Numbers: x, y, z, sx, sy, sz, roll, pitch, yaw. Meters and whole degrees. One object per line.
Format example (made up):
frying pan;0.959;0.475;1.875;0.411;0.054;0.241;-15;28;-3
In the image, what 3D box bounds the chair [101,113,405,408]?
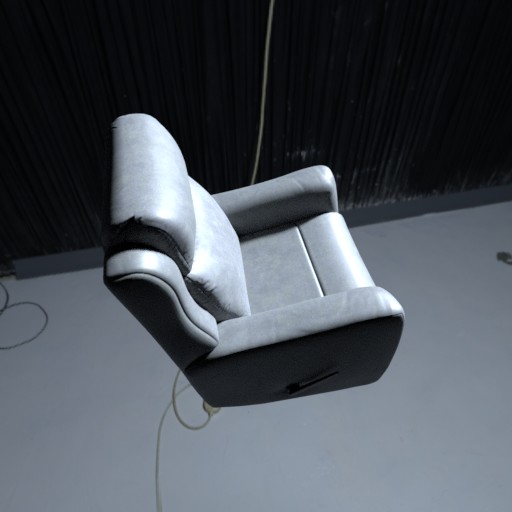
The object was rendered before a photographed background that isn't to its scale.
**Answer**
chair;0.000;0.000;1.917;1.068;1.116;0.967;-8;48;-8
